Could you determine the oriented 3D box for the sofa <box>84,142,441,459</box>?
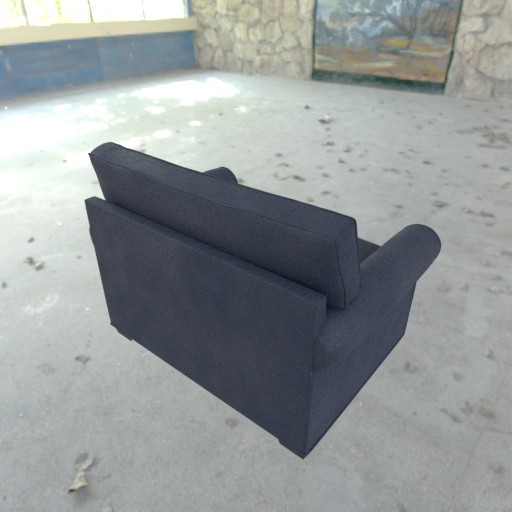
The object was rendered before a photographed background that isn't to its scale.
[{"bbox_3d":[0.000,0.000,2.100,1.405,1.004,0.938,23,38,33],"label":"sofa"}]
